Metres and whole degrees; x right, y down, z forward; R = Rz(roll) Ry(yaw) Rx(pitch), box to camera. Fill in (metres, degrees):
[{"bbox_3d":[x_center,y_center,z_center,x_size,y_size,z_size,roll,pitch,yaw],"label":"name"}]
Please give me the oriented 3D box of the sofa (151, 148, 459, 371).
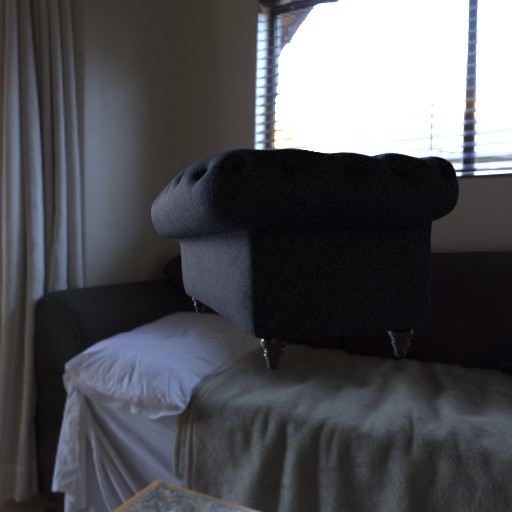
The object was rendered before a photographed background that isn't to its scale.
[{"bbox_3d":[0.000,0.000,2.464,1.082,0.833,1.988,0,1,-18],"label":"sofa"}]
